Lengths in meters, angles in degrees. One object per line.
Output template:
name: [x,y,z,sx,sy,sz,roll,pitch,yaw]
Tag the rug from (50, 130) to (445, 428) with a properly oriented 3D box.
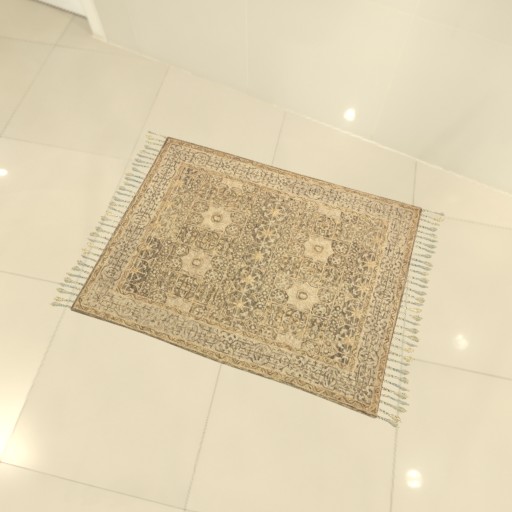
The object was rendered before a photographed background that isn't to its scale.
rug: [0.000,0.000,3.167,2.465,0.023,1.619,17,65,8]
